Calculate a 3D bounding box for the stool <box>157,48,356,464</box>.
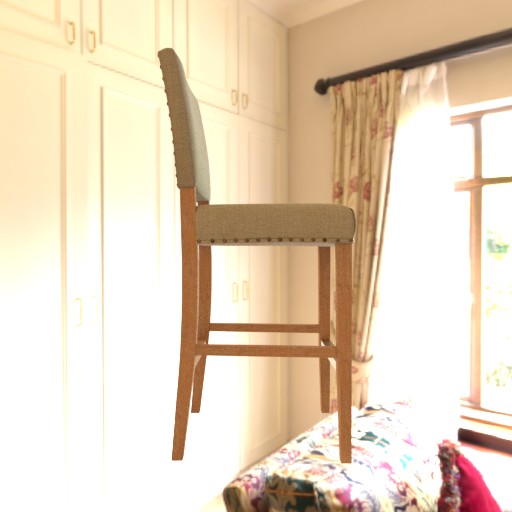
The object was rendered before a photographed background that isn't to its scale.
[{"bbox_3d":[0.000,0.000,1.493,0.585,1.203,0.445,0,1,0],"label":"stool"}]
